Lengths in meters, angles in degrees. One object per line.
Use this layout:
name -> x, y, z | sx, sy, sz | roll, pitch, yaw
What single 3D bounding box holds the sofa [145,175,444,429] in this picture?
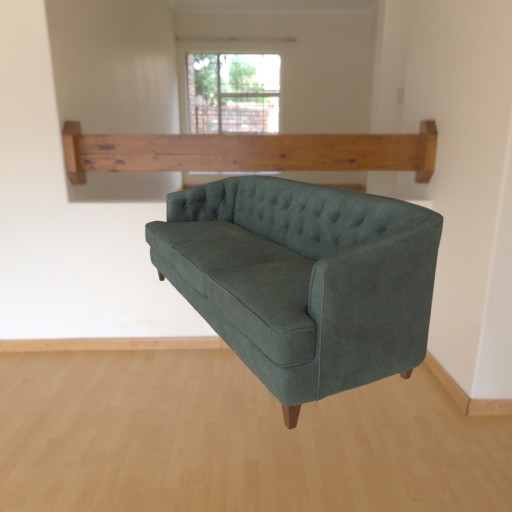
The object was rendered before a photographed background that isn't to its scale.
sofa -> 0.000, 0.000, 2.783 | 0.941, 0.855, 2.278 | -7, 17, -25
